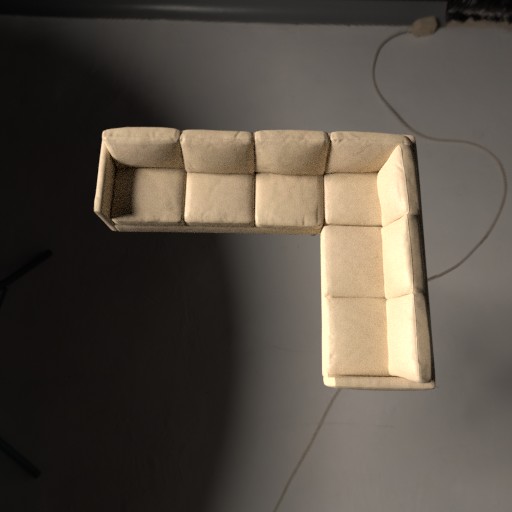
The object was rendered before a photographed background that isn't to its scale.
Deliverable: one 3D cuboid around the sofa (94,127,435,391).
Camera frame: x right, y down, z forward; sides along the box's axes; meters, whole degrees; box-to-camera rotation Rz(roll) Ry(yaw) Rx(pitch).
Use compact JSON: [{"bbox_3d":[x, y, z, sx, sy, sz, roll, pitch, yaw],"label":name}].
[{"bbox_3d":[0.000,0.000,4.536,3.302,0.947,2.593,1,75,0],"label":"sofa"}]
